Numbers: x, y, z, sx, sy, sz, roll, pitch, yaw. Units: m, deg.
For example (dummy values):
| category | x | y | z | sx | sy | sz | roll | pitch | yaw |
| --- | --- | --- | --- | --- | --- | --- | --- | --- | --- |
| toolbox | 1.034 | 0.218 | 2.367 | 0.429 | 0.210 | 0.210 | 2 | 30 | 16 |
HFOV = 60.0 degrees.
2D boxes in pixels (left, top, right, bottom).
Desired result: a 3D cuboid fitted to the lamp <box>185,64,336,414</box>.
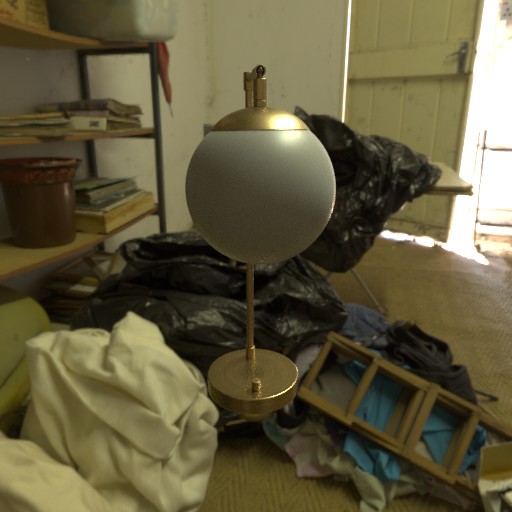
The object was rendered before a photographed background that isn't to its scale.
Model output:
| category | x | y | z | sx | sy | sz | roll | pitch | yaw |
| --- | --- | --- | --- | --- | --- | --- | --- | --- | --- |
| lamp | 0.000 | 0.000 | 0.708 | 0.207 | 0.559 | 0.324 | -2 | 18 | -6 |
